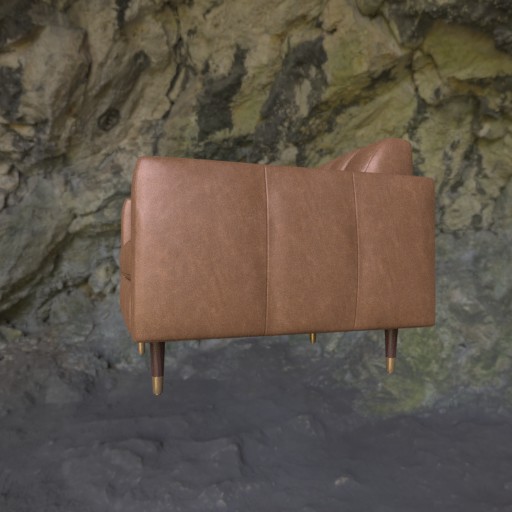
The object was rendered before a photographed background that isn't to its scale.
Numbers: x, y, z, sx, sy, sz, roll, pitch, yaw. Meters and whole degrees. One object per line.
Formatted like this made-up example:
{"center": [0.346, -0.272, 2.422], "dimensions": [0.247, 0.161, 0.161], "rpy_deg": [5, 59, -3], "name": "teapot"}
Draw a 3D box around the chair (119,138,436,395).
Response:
{"center": [0.000, 0.000, 1.717], "dimensions": [0.998, 0.819, 0.953], "rpy_deg": [0, -1, -19], "name": "chair"}
